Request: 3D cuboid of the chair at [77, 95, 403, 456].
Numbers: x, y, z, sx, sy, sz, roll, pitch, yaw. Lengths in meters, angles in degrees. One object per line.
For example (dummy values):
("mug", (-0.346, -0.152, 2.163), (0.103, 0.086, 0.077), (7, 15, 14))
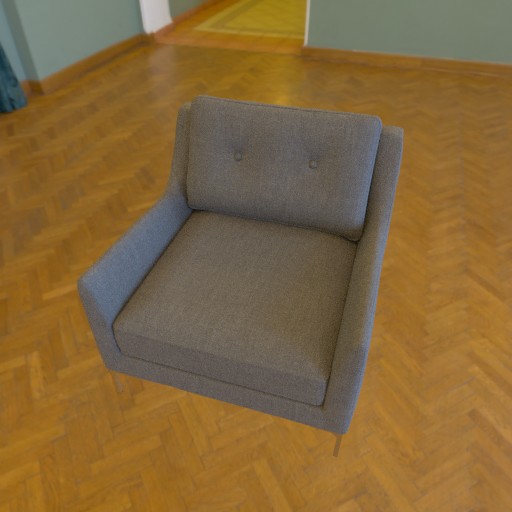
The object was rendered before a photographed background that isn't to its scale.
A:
("chair", (0.000, 0.000, 1.532), (0.847, 0.828, 0.849), (11, 41, 13))
